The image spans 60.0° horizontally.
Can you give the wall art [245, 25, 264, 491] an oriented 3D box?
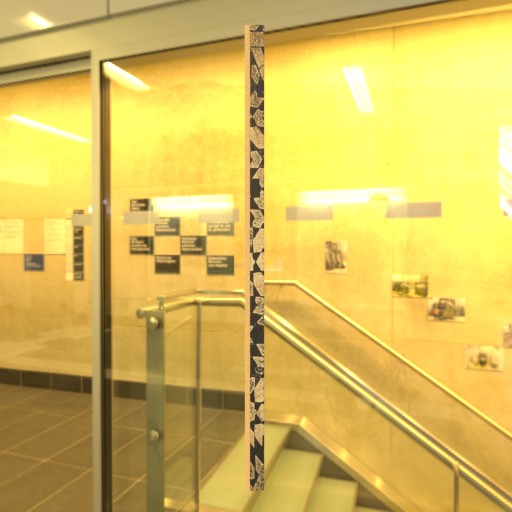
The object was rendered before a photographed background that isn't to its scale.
[{"bbox_3d":[0.000,0.000,1.323,0.038,0.914,0.914,0,1,0],"label":"wall art"}]
